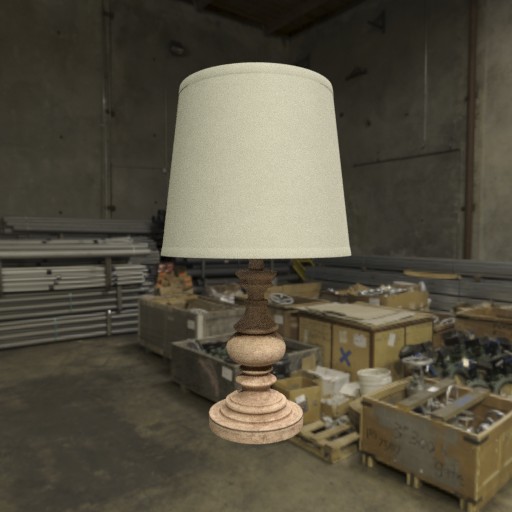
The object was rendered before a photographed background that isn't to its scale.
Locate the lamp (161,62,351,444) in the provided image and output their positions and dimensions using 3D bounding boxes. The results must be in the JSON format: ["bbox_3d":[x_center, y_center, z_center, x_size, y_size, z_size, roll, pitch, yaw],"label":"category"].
[{"bbox_3d":[0.000,0.000,0.649,0.273,0.497,0.273,0,2,0],"label":"lamp"}]
